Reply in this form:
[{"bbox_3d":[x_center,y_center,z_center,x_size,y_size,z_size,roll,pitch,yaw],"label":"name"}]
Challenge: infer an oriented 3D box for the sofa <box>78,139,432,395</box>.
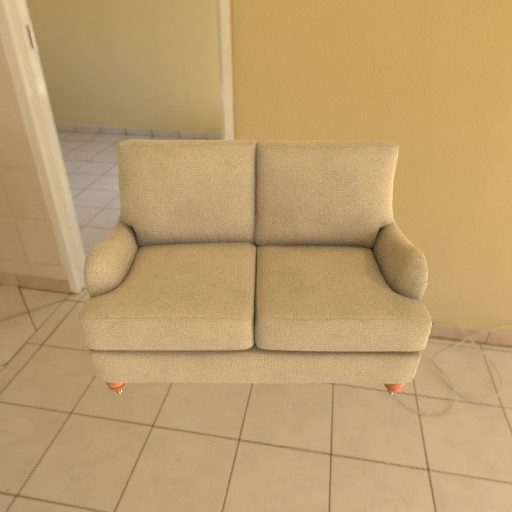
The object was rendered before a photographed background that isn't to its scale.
[{"bbox_3d":[0.000,0.000,2.216,1.480,0.999,1.087,0,31,0],"label":"sofa"}]
